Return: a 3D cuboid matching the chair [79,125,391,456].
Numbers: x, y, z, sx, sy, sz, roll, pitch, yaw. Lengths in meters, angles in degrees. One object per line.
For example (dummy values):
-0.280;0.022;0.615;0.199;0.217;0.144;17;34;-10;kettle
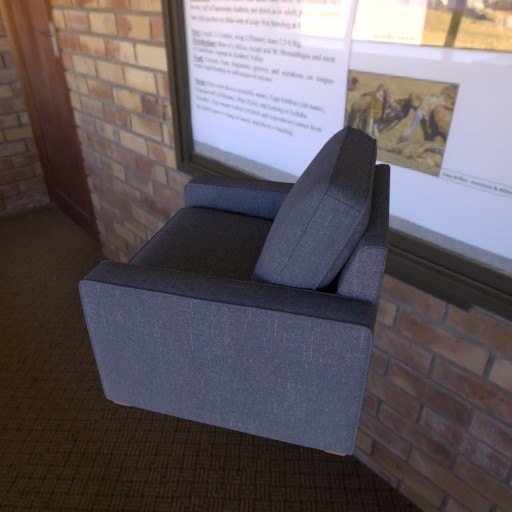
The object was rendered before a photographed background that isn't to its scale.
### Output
0.000;0.000;1.759;0.940;0.919;1.017;8;32;13;chair
